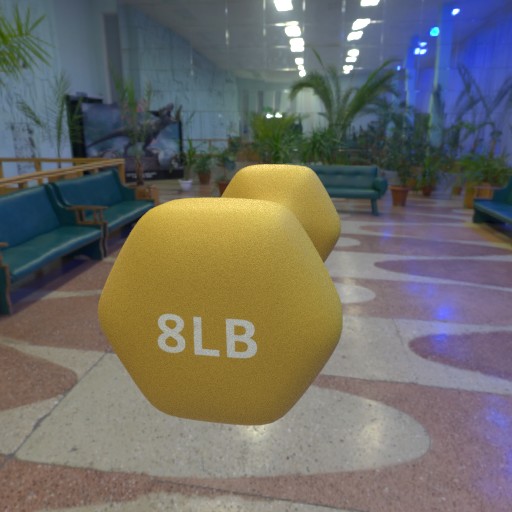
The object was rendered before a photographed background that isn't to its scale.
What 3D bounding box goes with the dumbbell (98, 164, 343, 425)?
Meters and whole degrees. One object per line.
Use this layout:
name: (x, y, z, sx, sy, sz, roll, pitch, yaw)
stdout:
dumbbell: (0.000, 0.000, 0.233, 0.090, 0.082, 0.190, 3, 17, 10)
